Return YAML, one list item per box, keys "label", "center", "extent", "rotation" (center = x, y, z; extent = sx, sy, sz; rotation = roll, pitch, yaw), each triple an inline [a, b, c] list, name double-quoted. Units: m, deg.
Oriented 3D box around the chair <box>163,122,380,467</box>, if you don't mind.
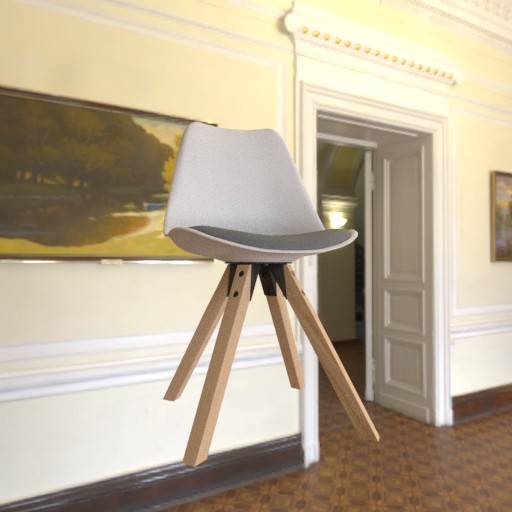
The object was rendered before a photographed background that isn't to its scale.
- label: "chair"
  center: [0.000, 0.000, 1.193]
  extent: [0.485, 0.850, 0.550]
  rotation: [0, -1, -17]
